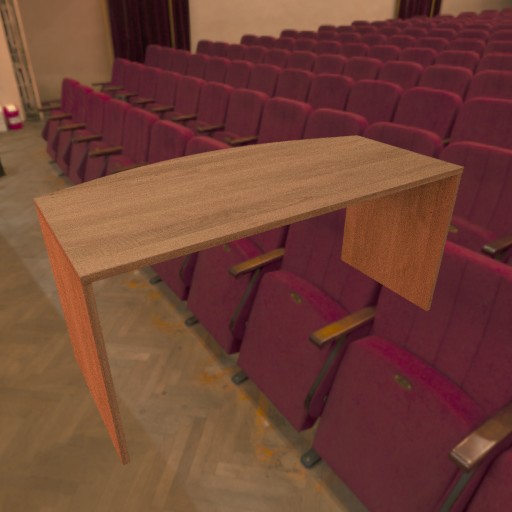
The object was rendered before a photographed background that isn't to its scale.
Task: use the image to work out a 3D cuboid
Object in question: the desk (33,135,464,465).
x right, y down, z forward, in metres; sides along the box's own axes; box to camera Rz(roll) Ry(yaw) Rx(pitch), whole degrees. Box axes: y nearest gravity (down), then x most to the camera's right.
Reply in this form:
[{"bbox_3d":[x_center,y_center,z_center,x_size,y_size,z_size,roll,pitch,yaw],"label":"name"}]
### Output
[{"bbox_3d":[0.000,0.000,1.983,1.600,0.752,0.802,-18,34,-29],"label":"desk"}]
